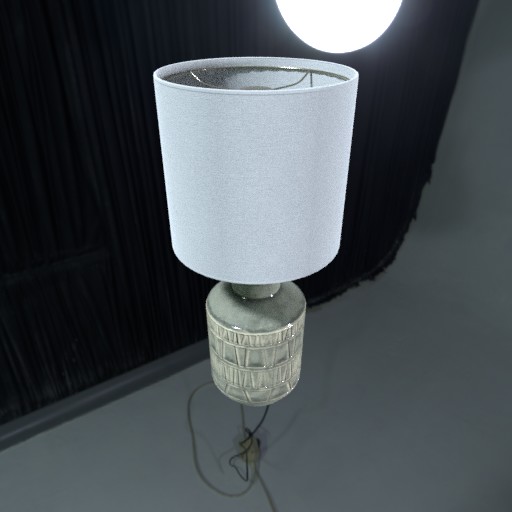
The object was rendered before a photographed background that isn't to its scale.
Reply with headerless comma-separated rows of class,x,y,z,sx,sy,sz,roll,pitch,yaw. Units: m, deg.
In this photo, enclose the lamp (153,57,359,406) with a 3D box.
lamp,0.000,0.000,0.582,0.211,0.455,0.211,-21,37,-30
